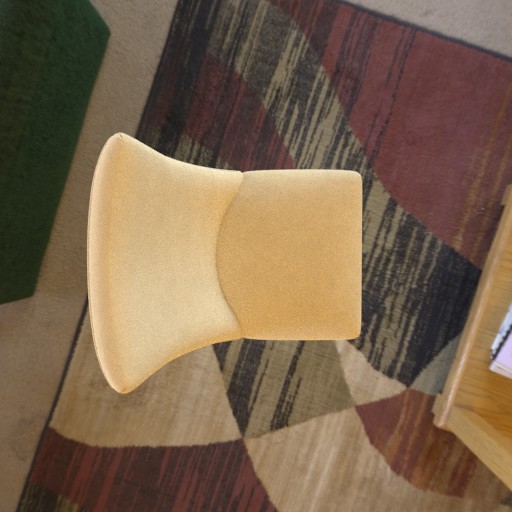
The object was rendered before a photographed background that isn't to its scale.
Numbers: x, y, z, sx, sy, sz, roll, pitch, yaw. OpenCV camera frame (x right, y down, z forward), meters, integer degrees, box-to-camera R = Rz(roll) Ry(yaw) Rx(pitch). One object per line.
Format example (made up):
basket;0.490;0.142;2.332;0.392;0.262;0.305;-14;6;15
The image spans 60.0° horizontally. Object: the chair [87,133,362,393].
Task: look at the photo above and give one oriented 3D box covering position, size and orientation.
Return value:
chair;0.000;0.000;1.236;0.610;0.902;0.495;0;92;1
